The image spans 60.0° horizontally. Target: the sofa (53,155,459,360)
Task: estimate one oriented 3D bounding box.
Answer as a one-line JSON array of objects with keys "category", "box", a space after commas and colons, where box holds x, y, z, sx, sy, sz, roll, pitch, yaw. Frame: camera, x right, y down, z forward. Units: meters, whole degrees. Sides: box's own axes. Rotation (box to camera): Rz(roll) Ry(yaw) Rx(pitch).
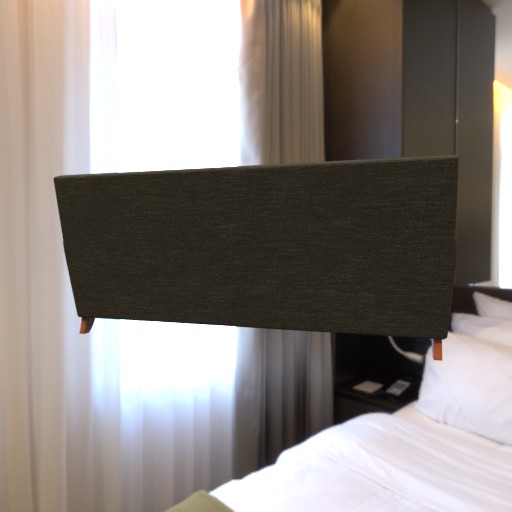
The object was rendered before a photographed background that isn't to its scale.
[{"category": "sofa", "box": [0.000, 0.000, 2.413, 1.976, 0.846, 0.875, 1, 2, 17]}]
